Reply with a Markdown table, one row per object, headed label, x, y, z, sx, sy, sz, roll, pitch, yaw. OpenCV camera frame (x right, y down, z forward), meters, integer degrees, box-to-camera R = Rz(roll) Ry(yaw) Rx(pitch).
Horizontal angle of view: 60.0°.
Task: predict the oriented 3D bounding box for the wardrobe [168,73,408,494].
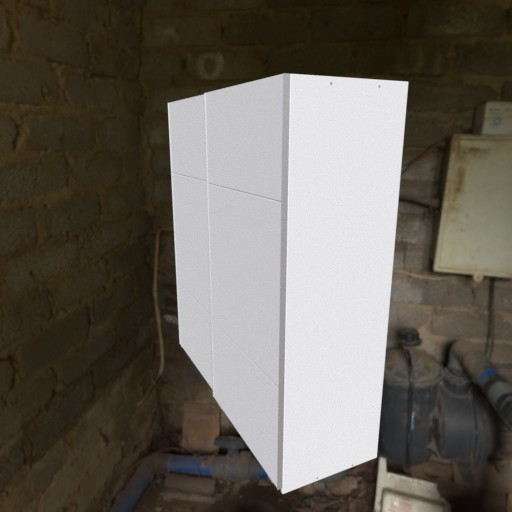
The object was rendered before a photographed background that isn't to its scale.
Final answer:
| label | x | y | z | sx | sy | sz | roll | pitch | yaw |
| --- | --- | --- | --- | --- | --- | --- | --- | --- | --- |
| wardrobe | 0.000 | 0.000 | 2.845 | 0.629 | 1.960 | 1.780 | -7 | 17 | -25 |
